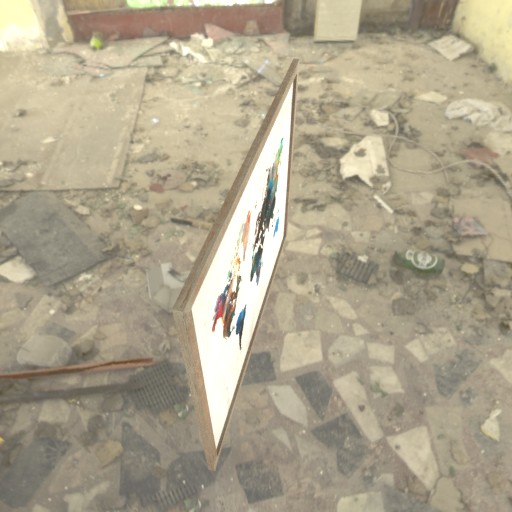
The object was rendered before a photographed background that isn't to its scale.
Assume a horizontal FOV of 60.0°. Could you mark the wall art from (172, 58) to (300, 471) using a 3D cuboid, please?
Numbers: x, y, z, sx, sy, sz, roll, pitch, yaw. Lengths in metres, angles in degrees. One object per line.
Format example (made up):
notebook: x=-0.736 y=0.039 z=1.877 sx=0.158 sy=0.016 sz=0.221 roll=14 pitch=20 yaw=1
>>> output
wall art: x=0.000 y=0.000 z=1.341 sx=0.019 sy=0.774 sz=1.012 roll=11 pitch=48 yaw=10
